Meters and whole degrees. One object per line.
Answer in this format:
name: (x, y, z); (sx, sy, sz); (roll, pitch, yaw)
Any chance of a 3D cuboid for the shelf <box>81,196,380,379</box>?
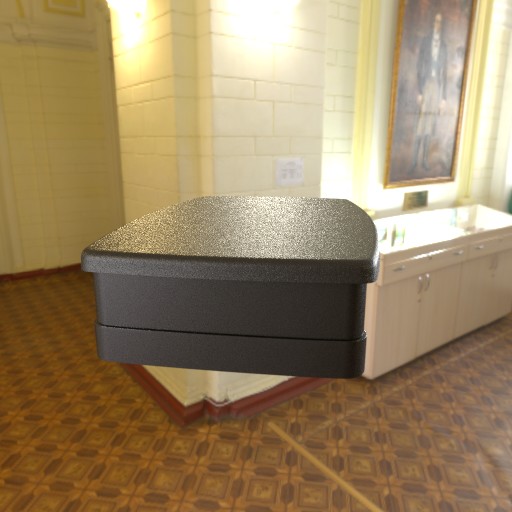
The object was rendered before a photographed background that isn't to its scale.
shelf: (0.000, 0.000, 0.547); (0.280, 0.100, 0.410); (2, 14, 8)
